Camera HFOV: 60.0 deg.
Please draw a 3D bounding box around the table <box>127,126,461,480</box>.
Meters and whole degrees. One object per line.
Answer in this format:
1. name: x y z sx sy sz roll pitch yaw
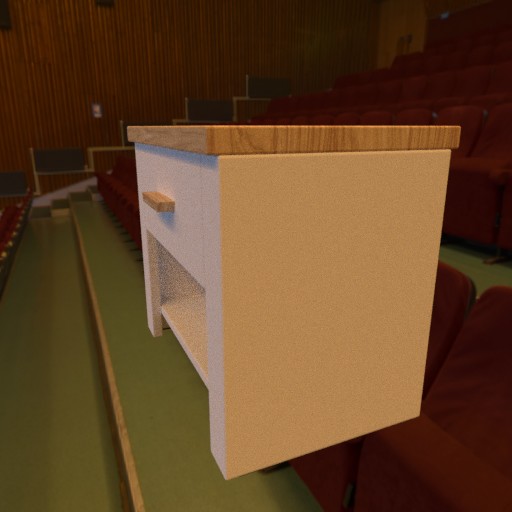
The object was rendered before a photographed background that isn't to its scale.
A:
1. table: 0.000 0.000 0.783 0.360 0.440 0.500 -7 18 -23
